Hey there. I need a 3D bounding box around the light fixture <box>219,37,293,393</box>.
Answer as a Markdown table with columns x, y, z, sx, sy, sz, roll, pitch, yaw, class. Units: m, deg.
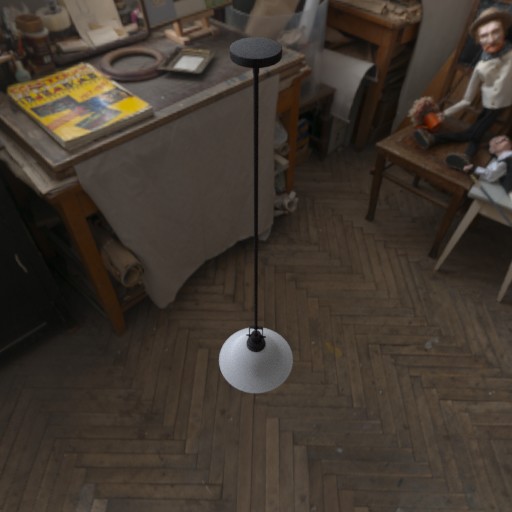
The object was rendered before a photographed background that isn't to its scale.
| x | y | z | sx | sy | sz | roll | pitch | yaw | class |
| --- | --- | --- | --- | --- | --- | --- | --- | --- | --- |
| 0.000 | 0.000 | 1.453 | 0.324 | 1.337 | 0.324 | 5 | 48 | 5 | light fixture |
